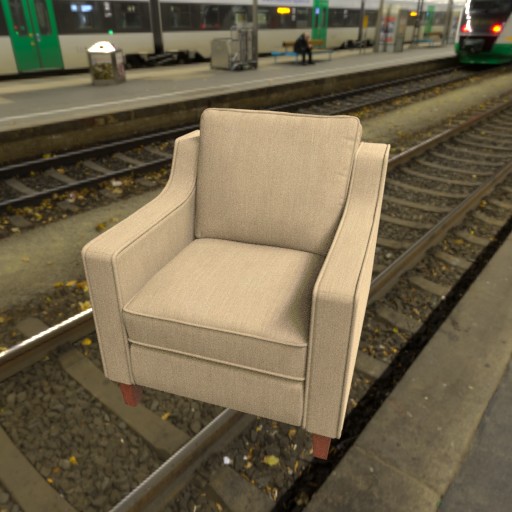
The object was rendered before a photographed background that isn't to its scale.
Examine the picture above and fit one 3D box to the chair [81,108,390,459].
[{"bbox_3d":[0.000,0.000,1.657,0.831,0.960,0.909,9,29,16],"label":"chair"}]
